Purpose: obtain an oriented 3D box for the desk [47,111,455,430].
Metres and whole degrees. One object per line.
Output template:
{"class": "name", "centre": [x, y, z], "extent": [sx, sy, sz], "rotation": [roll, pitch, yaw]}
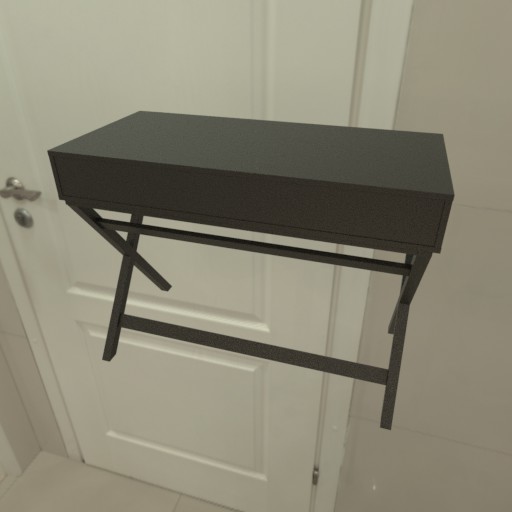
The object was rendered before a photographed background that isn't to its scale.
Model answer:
{"class": "desk", "centre": [0.000, 0.000, 1.500], "extent": [1.057, 0.780, 0.504], "rotation": [9, 32, 15]}
